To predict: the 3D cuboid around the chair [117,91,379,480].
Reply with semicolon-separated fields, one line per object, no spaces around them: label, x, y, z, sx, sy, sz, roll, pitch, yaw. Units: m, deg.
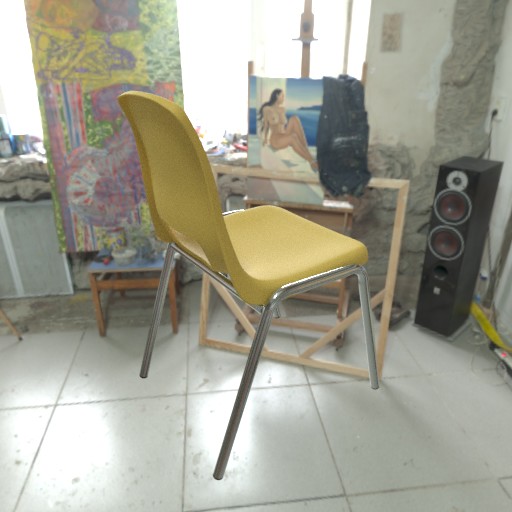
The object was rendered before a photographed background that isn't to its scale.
chair;0.000;0.000;0.904;0.436;0.653;0.381;-18;31;-32
